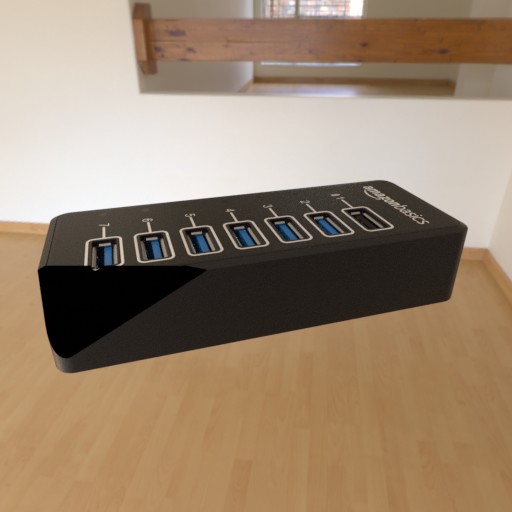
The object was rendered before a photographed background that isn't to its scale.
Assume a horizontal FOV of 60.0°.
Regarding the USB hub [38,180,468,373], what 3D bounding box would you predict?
[{"bbox_3d":[0.000,0.000,0.128,0.110,0.023,0.044,-8,29,-15],"label":"USB hub"}]
